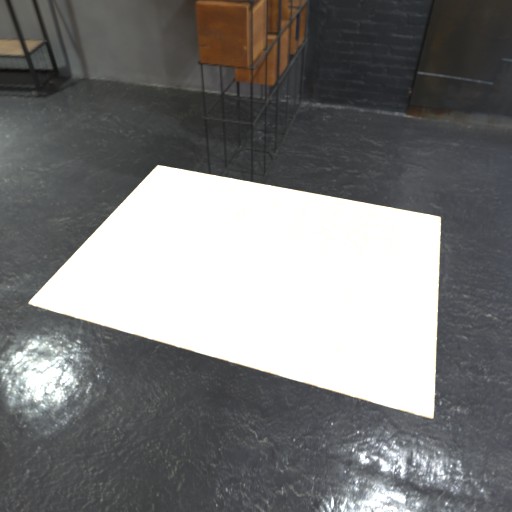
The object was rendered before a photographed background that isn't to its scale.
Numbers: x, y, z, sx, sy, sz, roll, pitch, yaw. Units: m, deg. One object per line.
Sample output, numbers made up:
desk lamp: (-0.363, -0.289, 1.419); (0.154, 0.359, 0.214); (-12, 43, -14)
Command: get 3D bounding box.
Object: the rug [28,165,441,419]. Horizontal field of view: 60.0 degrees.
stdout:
rug: (0.000, 0.000, 2.713); (2.134, 0.010, 1.524); (13, 44, 13)
